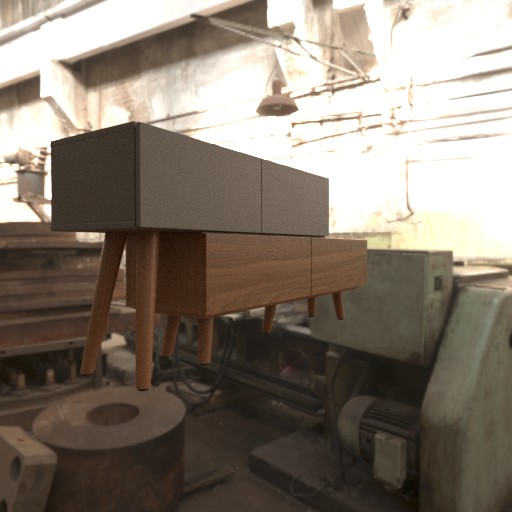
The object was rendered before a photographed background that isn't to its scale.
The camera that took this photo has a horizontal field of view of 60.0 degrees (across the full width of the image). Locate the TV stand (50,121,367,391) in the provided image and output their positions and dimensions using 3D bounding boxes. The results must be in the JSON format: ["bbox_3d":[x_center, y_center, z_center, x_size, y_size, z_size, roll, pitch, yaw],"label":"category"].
[{"bbox_3d":[0.000,0.000,1.568,0.329,0.591,1.336,1,1,35],"label":"TV stand"}]
